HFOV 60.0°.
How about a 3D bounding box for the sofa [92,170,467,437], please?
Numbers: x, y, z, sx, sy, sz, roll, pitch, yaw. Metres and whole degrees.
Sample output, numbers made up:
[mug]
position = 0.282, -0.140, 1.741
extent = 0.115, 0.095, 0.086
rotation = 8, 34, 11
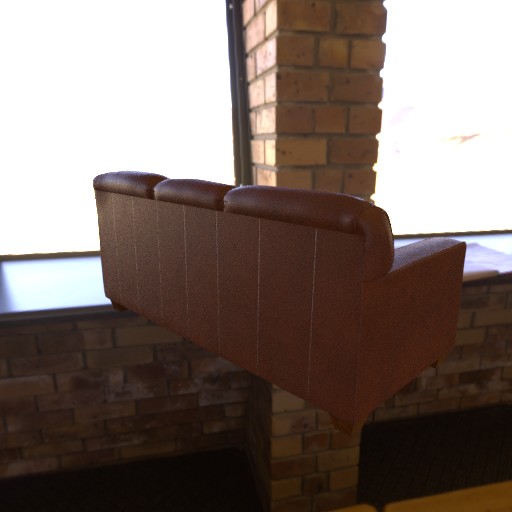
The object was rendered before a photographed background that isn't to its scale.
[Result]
[sofa]
position = 0.000, 0.000, 2.573
extent = 1.008, 0.953, 2.039
rotation = -14, 20, -43
